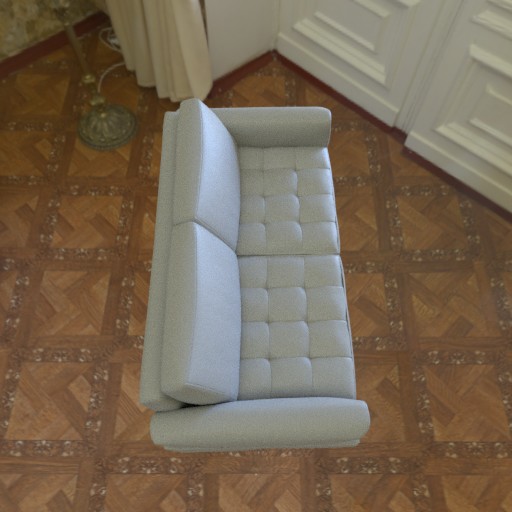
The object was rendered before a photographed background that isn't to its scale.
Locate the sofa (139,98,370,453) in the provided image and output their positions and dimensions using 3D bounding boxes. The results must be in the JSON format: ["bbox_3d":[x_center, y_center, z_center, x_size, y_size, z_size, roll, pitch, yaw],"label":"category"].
[{"bbox_3d":[0.000,0.000,2.722,1.121,0.930,2.177,-1,64,-1],"label":"sofa"}]
